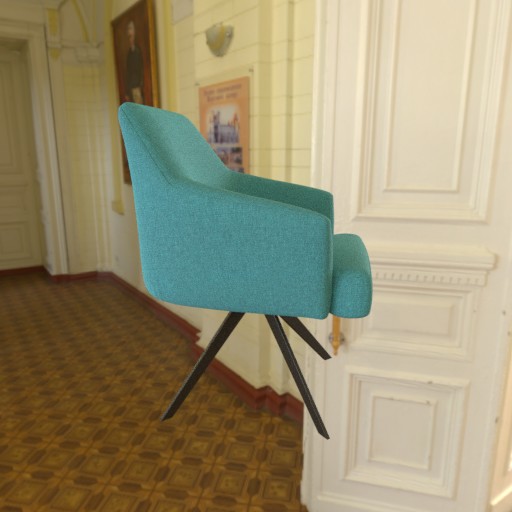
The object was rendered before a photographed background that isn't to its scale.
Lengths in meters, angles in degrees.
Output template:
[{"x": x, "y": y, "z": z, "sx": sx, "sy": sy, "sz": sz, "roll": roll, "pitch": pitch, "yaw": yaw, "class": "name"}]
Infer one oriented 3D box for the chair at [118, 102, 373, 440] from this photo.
[{"x": 0.000, "y": 0.000, "z": 1.362, "sx": 0.677, "sy": 0.874, "sz": 0.642, "roll": 2, "pitch": 14, "yaw": 10, "class": "chair"}]
